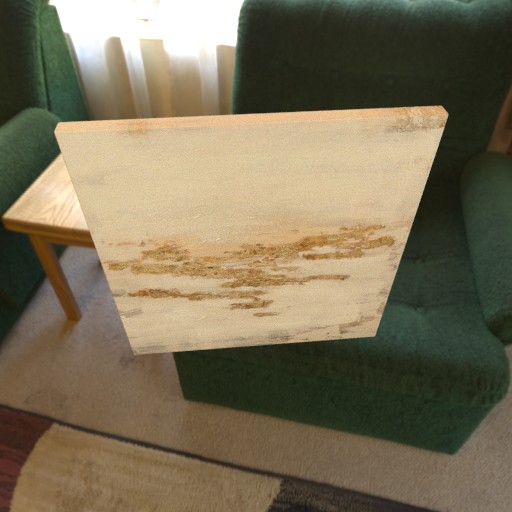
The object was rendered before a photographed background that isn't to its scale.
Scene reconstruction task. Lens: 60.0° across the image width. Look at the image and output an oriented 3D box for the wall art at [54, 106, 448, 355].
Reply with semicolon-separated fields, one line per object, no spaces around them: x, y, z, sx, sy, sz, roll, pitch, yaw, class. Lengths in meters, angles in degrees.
0.000;0.000;1.122;0.753;0.755;0.038;-4;45;-4;wall art
